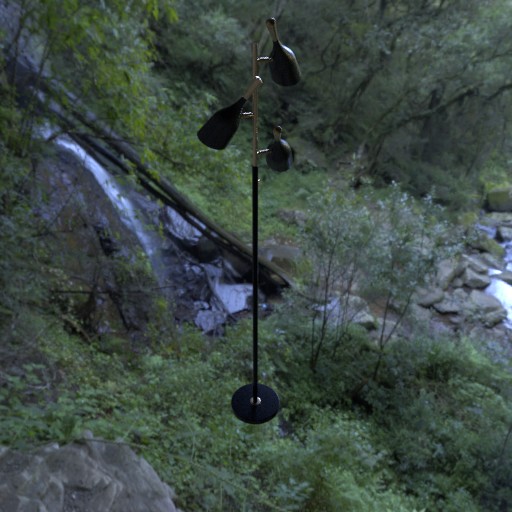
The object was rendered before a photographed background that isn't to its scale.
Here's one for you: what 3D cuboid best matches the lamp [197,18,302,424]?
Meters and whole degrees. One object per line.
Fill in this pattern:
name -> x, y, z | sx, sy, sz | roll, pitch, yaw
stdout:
lamp -> 0.000, 0.000, 1.878 | 0.434, 1.778, 0.253 | -18, 34, -29
